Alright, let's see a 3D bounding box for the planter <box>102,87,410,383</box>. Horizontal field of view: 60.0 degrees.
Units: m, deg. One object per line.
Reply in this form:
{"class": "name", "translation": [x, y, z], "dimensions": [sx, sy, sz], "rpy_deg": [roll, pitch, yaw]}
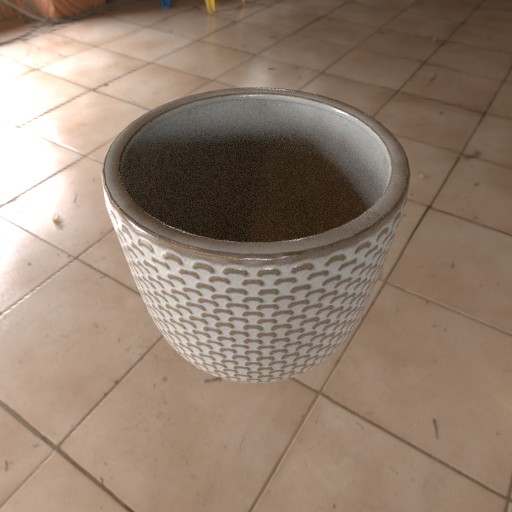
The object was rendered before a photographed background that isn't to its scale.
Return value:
{"class": "planter", "translation": [0.000, 0.000, 0.352], "dimensions": [0.197, 0.191, 0.197], "rpy_deg": [0, 45, 0]}
